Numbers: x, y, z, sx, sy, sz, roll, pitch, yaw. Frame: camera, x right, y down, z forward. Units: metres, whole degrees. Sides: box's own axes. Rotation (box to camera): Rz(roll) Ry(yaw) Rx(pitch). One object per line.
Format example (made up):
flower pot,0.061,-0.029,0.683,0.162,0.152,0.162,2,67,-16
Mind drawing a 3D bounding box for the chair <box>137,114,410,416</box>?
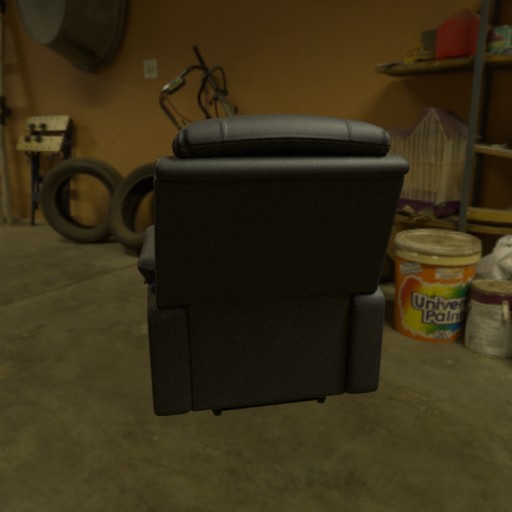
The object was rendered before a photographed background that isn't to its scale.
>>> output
chair,0.000,0.000,1.674,0.855,0.992,0.919,-3,16,-11
